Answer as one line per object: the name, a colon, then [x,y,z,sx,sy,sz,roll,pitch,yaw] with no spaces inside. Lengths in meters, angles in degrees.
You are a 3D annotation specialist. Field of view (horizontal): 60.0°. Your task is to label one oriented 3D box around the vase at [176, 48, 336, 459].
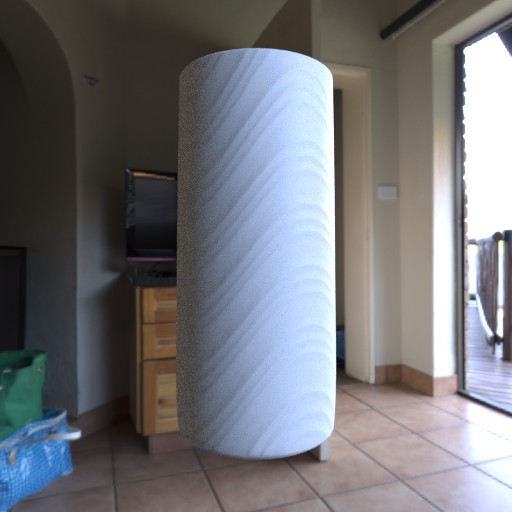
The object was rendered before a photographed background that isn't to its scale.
vase: [0.000,0.000,0.404,0.143,0.316,0.143,0,0,0]
